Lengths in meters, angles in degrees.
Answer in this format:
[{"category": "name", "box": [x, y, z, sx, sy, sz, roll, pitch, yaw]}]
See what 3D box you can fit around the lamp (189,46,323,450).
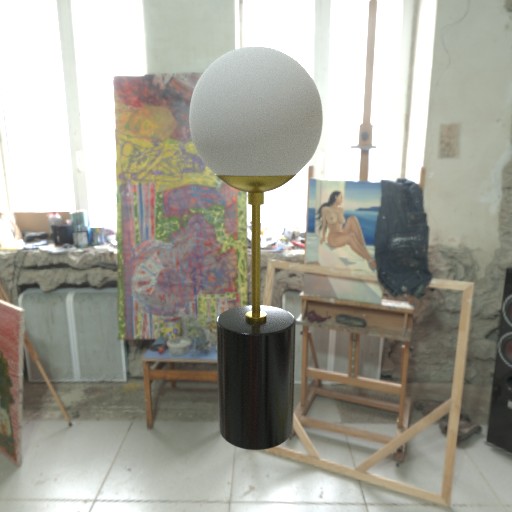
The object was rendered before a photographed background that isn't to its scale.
[{"category": "lamp", "box": [0.000, 0.000, 0.552, 0.153, 0.480, 0.153, 0, 13, 0]}]
